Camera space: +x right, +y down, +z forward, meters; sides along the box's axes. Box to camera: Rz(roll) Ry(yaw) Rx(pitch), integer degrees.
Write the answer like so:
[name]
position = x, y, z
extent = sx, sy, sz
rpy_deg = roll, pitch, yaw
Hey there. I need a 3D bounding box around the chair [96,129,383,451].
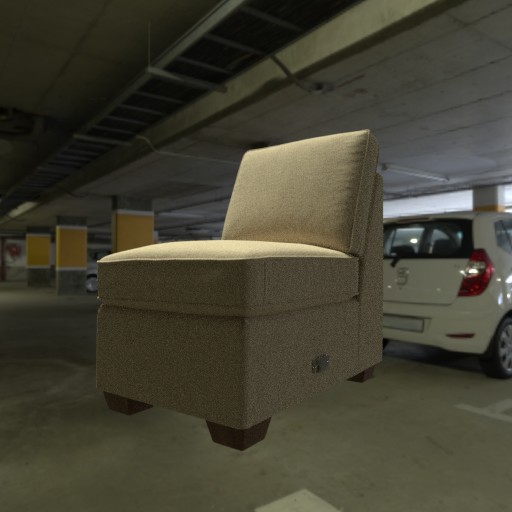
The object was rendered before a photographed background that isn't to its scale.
[chair]
position = 0.000, 0.000, 1.581
extent = 0.621, 0.970, 0.938
rpy_deg = 0, -1, 36
